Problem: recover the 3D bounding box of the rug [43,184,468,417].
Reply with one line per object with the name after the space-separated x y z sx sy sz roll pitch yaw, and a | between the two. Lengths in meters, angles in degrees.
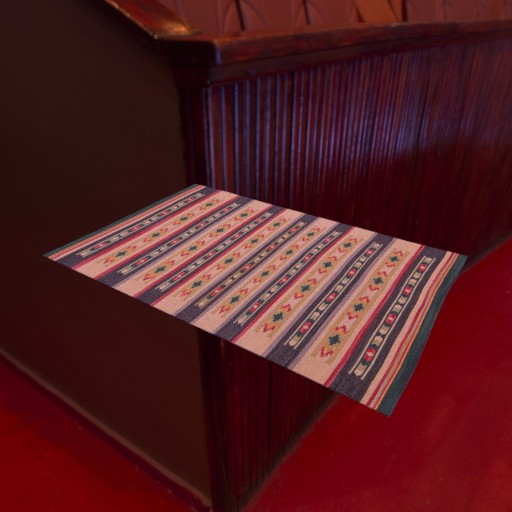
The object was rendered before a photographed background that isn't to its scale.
0.000 0.000 2.870 2.311 0.010 1.522 19 35 29 | rug
